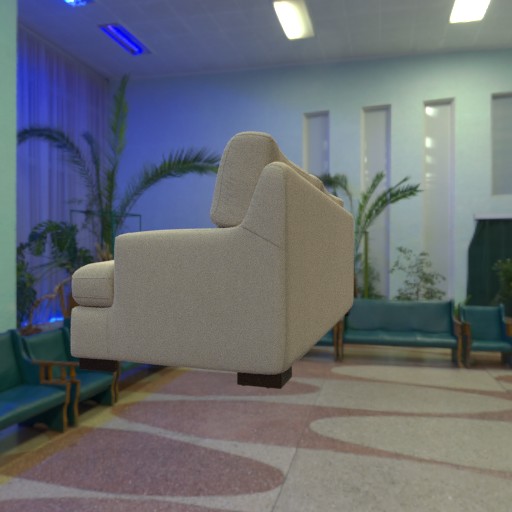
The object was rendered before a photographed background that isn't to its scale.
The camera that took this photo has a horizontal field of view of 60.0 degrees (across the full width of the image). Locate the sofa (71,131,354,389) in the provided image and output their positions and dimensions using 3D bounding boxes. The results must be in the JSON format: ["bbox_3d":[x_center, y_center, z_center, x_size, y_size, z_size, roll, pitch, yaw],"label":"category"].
[{"bbox_3d":[0.000,0.000,2.648,0.929,0.925,2.147,0,0,19],"label":"sofa"}]
